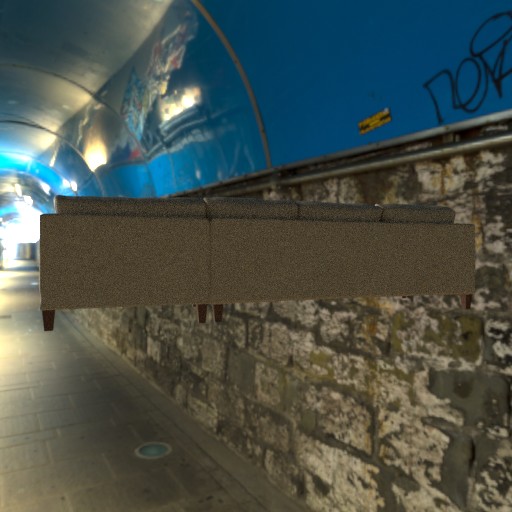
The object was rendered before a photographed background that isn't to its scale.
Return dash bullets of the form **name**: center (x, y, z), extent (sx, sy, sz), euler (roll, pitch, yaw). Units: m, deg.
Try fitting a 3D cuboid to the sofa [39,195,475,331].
- **sofa**: center (0.000, 0.000, 3.817), extent (3.186, 0.846, 1.625), euler (0, 1, -18)
